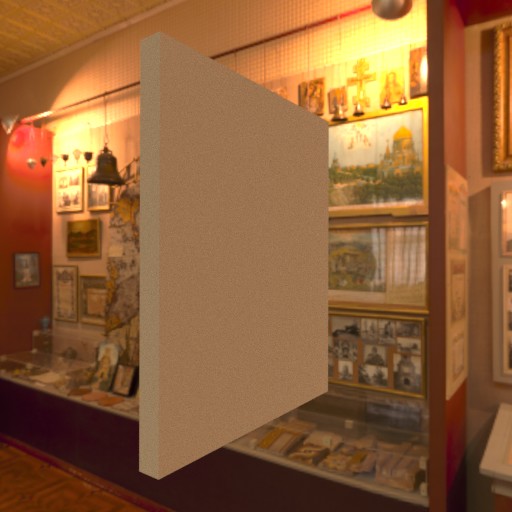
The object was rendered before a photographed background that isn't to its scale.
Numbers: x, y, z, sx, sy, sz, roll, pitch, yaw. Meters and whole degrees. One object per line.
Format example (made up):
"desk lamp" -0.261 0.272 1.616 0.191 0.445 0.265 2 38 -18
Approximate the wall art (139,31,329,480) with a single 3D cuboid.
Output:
"wall art" 0.000 0.000 0.739 0.039 0.553 0.451 0 0 36
